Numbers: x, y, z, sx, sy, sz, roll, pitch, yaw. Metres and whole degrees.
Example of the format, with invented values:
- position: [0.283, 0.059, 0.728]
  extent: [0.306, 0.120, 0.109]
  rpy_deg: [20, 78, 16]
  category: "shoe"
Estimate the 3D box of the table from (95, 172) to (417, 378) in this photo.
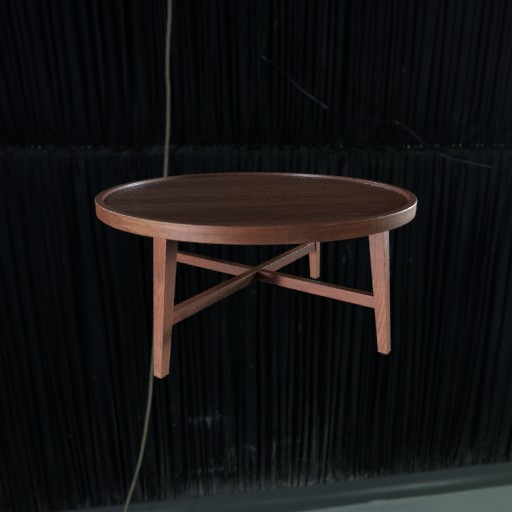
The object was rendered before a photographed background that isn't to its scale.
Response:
- position: [0.000, 0.000, 1.219]
  extent: [0.800, 0.360, 0.800]
  rpy_deg: [0, 18, 0]
  category: "table"
